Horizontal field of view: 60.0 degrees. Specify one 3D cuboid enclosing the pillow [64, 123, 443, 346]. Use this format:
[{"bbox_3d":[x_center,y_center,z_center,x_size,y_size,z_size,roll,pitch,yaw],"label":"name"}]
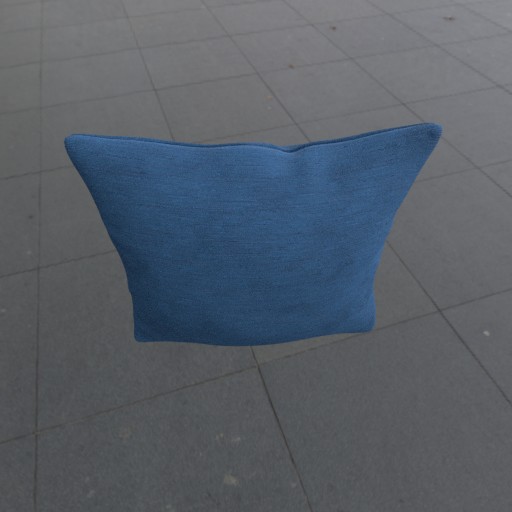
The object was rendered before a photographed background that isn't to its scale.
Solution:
[{"bbox_3d":[0.000,0.000,0.657,0.437,0.420,0.177,-2,46,-2],"label":"pillow"}]
